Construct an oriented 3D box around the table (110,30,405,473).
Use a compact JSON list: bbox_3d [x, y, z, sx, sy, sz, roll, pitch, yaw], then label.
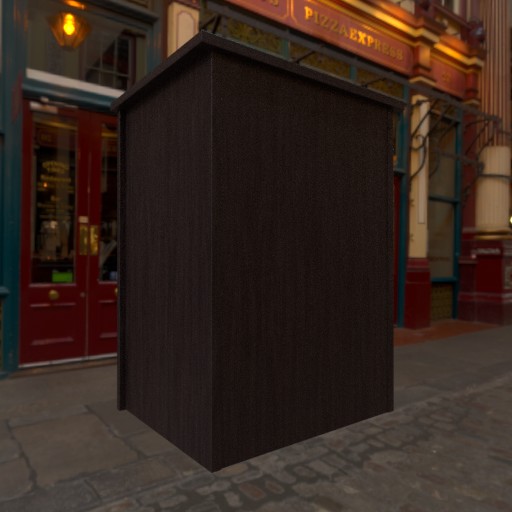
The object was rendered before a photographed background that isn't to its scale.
[{"bbox_3d":[0.000,0.000,0.919,0.480,0.635,0.381,0,0,-37],"label":"table"}]
